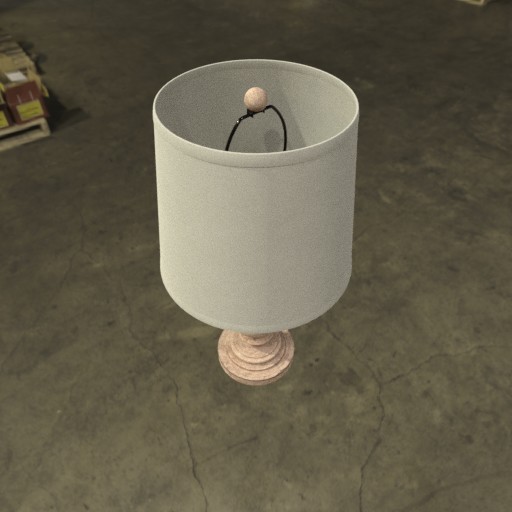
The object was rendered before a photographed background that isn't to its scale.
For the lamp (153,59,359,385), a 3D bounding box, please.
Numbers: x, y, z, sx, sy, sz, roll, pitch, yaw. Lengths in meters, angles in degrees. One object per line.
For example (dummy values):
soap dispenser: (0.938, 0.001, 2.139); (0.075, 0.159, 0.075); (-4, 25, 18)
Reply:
lamp: (0.000, 0.000, 0.640); (0.273, 0.497, 0.273); (0, 45, 0)
